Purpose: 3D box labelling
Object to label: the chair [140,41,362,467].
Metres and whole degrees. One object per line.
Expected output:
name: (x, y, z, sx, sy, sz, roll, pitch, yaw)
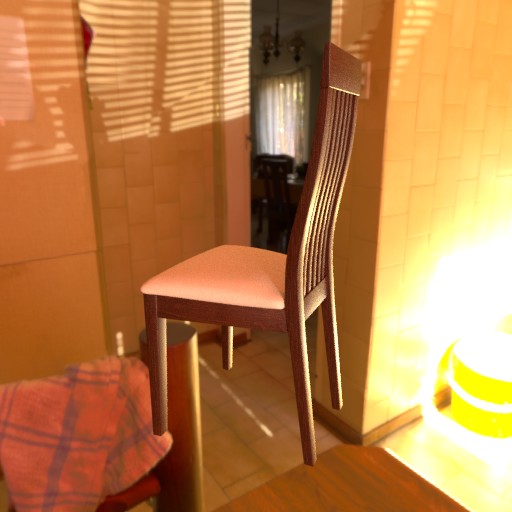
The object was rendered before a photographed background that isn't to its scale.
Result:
chair: (0.000, 0.000, 1.252, 0.474, 1.027, 0.460, 7, 17, 24)
